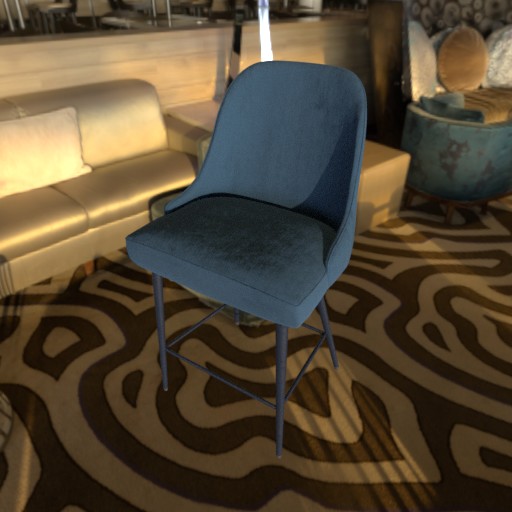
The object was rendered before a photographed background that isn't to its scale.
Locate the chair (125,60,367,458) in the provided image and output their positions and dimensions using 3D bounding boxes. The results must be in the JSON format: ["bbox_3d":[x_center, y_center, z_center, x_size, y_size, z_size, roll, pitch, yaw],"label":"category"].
[{"bbox_3d":[0.000,0.000,1.220,0.526,0.927,0.489,19,37,28],"label":"chair"}]
